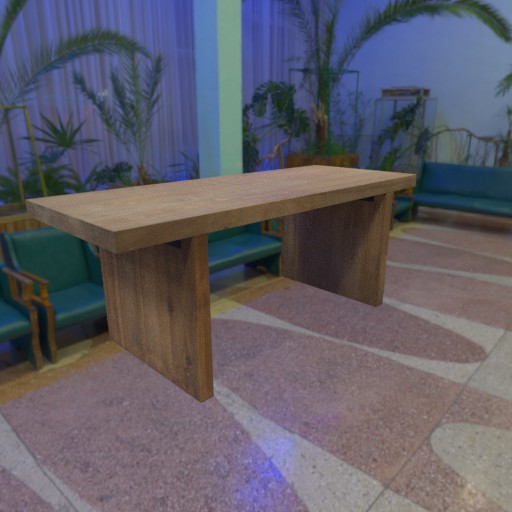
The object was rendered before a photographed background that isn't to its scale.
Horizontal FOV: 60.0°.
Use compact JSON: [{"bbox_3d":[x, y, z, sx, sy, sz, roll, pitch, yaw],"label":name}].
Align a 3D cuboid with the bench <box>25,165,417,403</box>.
[{"bbox_3d":[0.000,0.000,1.428,1.183,0.458,0.458,-17,24,-42],"label":"bench"}]
